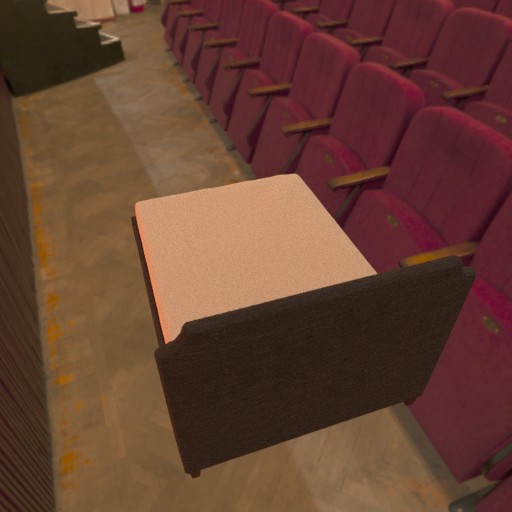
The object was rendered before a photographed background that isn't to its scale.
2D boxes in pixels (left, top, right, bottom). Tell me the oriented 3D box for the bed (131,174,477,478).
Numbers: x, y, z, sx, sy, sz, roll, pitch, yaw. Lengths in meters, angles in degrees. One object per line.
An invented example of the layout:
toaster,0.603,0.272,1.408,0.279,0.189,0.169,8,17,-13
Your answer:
bed,0.000,0.000,3.348,1.713,1.443,2.372,-13,43,-14
